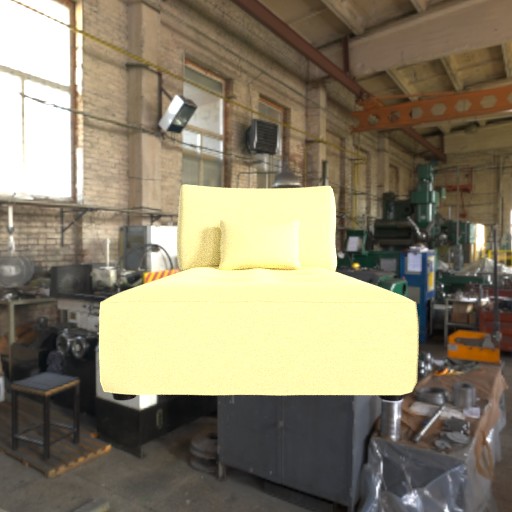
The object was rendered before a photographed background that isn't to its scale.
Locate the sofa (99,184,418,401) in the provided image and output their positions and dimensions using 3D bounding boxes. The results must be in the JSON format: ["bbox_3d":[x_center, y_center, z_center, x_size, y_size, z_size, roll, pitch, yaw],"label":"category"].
[{"bbox_3d":[0.000,0.000,1.976,0.930,0.820,1.450,0,1,0],"label":"sofa"}]
